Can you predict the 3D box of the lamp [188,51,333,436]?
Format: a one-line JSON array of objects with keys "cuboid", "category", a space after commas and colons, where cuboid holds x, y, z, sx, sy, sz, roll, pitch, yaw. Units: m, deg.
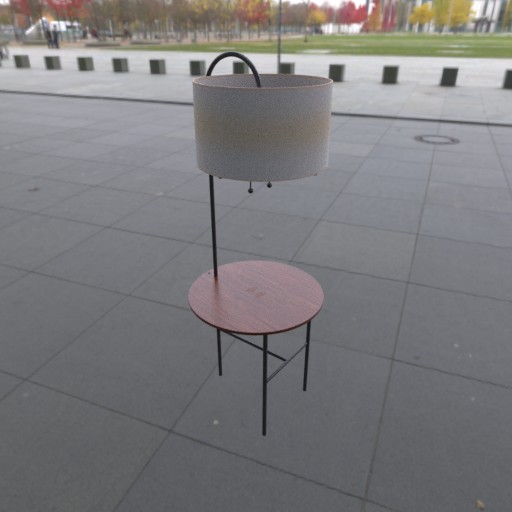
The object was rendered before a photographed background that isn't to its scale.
[{"cuboid": [0.000, 0.000, 1.814, 0.573, 1.517, 0.573, 0, 27, 0], "category": "lamp"}]
